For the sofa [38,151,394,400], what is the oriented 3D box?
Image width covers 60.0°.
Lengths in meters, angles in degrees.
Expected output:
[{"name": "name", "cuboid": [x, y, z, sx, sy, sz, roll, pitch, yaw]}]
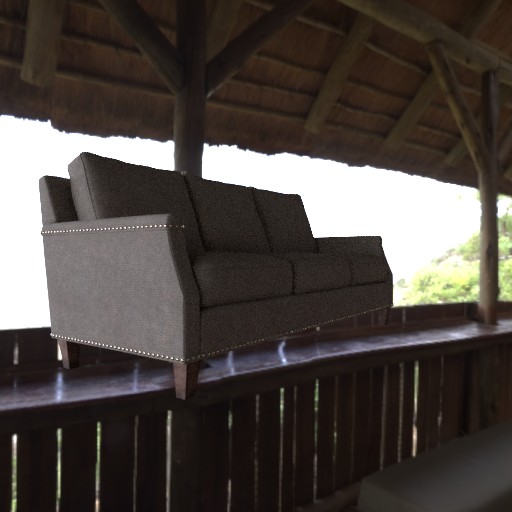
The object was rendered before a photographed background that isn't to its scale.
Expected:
[{"name": "sofa", "cuboid": [0.000, 0.000, 2.732, 1.034, 1.042, 2.226, 0, 0, 36]}]
